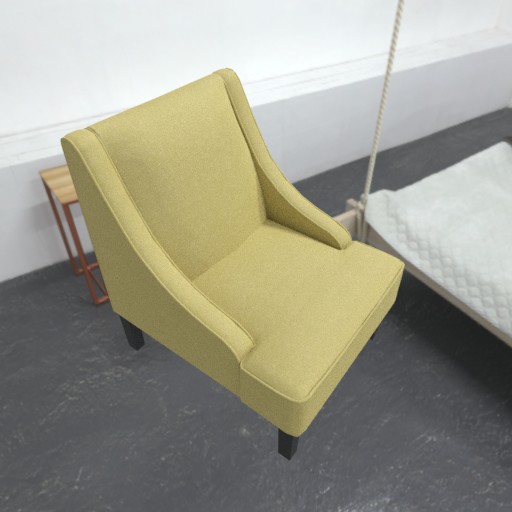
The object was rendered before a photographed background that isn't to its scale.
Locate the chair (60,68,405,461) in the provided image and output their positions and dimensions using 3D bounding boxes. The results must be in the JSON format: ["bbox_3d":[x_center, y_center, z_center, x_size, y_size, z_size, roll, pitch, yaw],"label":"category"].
[{"bbox_3d":[0.000,0.000,1.476,0.814,0.896,0.696,26,48,27],"label":"chair"}]
